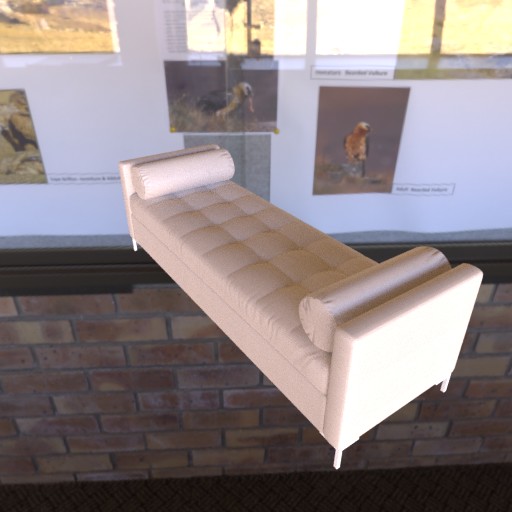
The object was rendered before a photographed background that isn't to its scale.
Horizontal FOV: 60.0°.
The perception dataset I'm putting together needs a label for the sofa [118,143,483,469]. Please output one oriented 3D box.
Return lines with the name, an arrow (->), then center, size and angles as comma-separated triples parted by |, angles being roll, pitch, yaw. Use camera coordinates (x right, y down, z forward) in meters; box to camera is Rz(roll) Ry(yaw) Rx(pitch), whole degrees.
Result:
sofa -> 0.000, 0.000, 2.312 | 0.686, 0.635, 1.981 | -19, 36, -29
